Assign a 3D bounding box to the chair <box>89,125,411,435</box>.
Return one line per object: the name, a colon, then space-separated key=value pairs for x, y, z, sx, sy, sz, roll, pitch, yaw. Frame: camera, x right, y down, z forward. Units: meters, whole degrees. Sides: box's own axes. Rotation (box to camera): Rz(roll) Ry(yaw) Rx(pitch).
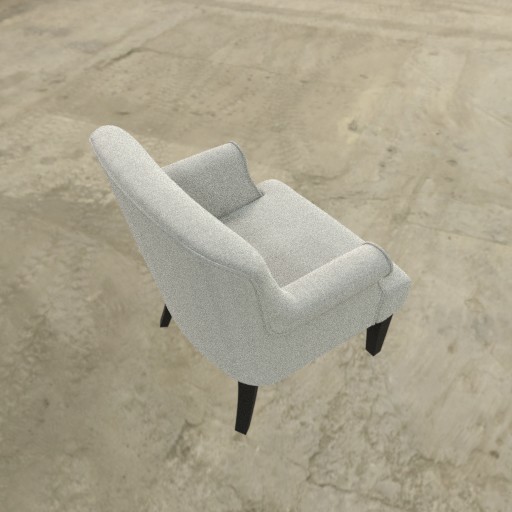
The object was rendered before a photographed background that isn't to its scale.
chair: x=0.000 y=0.000 z=1.439 sx=0.750 sy=0.875 sz=0.781 roll=-27 pitch=50 yaw=-25
